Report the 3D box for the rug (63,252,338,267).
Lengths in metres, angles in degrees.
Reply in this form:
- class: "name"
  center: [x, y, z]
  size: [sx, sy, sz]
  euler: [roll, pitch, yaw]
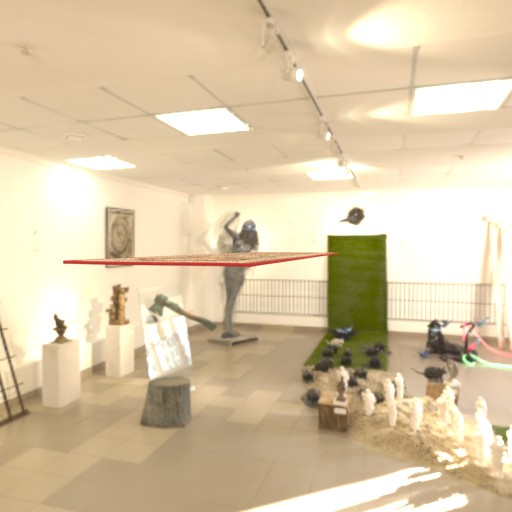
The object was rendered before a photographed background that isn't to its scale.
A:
- class: "rug"
  center: [0.000, 0.000, 2.477]
  size: [0.659, 0.015, 2.292]
  euler: [0, 1, 17]
